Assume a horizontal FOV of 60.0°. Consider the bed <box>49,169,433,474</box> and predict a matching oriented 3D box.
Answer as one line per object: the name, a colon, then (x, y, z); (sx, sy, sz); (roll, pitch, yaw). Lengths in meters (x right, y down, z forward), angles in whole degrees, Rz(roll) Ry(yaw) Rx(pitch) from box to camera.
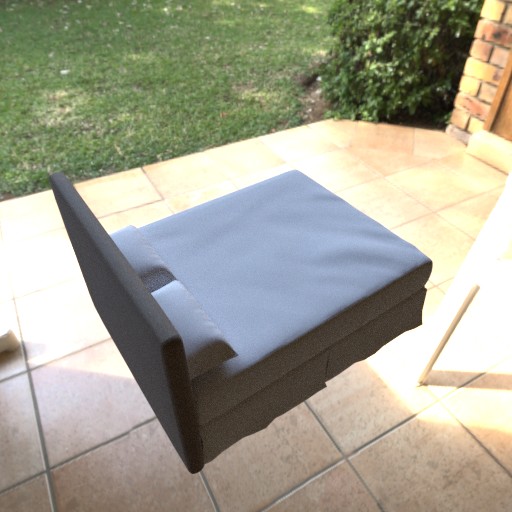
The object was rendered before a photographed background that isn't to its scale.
bed: (0.000, 0.000, 3.192); (2.142, 1.330, 1.723); (-25, 47, -25)
